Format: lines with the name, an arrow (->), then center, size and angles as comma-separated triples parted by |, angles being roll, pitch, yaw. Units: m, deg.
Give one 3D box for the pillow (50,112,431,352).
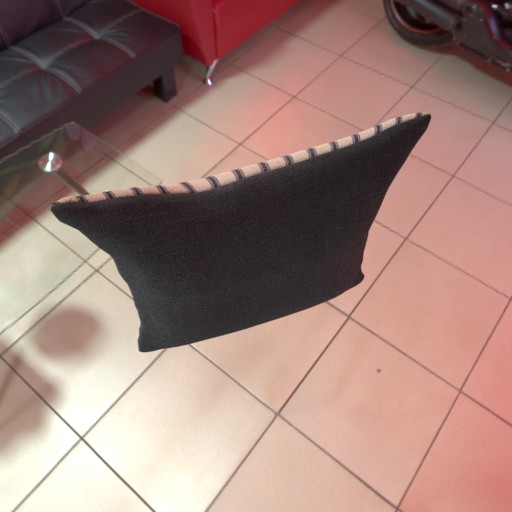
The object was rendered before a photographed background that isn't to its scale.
pillow -> 0.000, 0.000, 0.695 | 0.468, 0.444, 0.138 | -16, 59, -10
